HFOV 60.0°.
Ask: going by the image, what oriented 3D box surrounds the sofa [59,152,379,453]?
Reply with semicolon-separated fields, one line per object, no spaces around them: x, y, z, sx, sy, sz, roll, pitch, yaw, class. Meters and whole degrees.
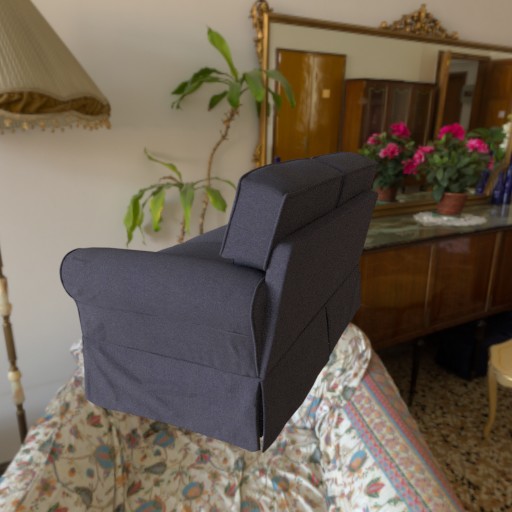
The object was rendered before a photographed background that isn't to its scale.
0.000;0.000;2.384;0.997;1.059;1.801;7;17;24;sofa
